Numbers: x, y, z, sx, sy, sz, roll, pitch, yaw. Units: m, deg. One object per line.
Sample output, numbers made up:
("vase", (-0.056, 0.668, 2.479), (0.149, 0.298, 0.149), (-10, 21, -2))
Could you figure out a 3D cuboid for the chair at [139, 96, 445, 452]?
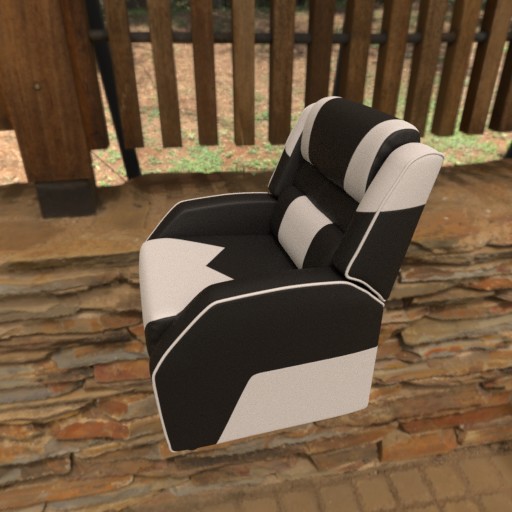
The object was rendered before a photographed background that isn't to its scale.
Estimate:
("chair", (0.000, 0.000, 1.282), (0.672, 0.805, 0.620), (-8, 30, -14))
